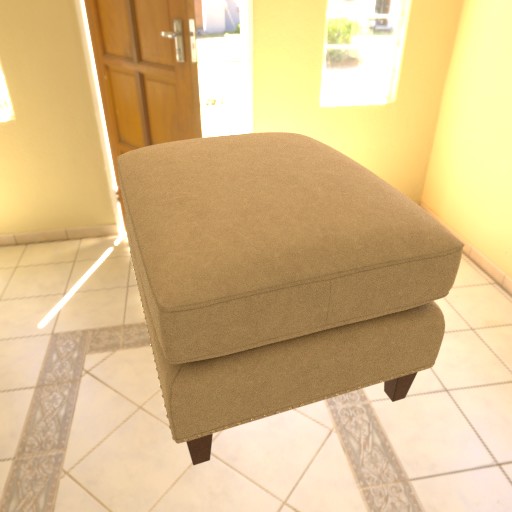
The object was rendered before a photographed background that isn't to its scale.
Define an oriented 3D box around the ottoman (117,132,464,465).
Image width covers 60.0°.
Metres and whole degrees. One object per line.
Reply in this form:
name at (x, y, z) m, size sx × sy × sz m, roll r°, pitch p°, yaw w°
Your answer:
ottoman at (0.000, 0.000, 1.114) m, size 0.584 × 0.513 × 0.741 m, roll -11°, pitch 33°, yaw -17°
